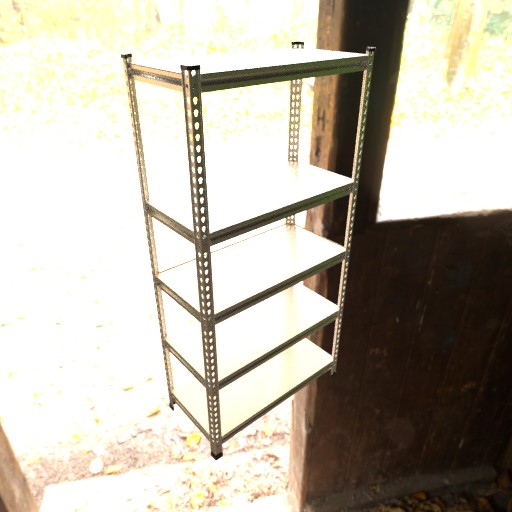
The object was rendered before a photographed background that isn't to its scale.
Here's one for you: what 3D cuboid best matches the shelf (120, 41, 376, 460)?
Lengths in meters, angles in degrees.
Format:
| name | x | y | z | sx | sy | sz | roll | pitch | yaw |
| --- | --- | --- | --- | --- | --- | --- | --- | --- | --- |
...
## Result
| name | x | y | z | sx | sy | sz | roll | pitch | yaw |
| --- | --- | --- | --- | --- | --- | --- | --- | --- | --- |
| shelf | 0.000 | 0.000 | 2.166 | 0.914 | 1.829 | 0.457 | -23 | 37 | -34 |
